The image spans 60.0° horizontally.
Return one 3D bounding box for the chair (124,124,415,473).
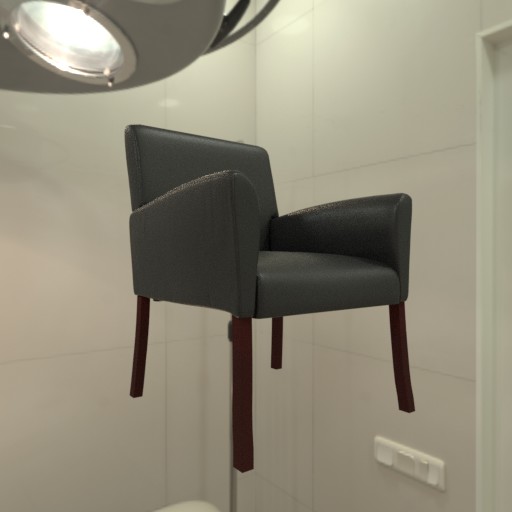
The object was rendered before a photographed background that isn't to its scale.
[{"bbox_3d":[0.000,0.000,1.476,0.683,0.951,0.772,0,0,-37],"label":"chair"}]
